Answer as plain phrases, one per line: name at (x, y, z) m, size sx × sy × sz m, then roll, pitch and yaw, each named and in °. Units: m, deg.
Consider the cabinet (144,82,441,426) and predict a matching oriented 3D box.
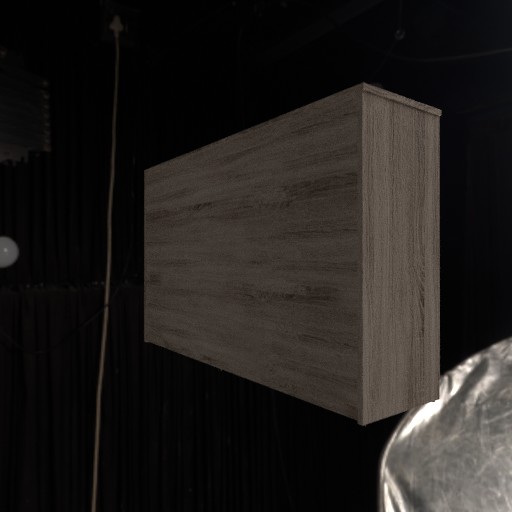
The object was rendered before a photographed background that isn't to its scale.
cabinet at (0.000, 0.000, 1.849) m, size 0.380 × 0.900 × 1.450 m, roll 0°, pitch 0°, yaw -37°
